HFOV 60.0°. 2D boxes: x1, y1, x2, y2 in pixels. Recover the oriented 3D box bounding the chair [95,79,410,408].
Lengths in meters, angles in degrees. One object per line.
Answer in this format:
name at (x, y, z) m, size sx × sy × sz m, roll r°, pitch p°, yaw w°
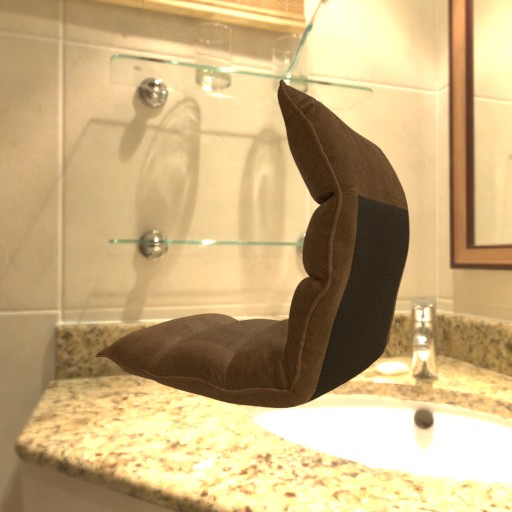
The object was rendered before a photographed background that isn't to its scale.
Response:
chair at (0.000, 0.000, 1.599) m, size 0.985 × 0.892 × 0.714 m, roll 0°, pitch 0°, yaw 36°
